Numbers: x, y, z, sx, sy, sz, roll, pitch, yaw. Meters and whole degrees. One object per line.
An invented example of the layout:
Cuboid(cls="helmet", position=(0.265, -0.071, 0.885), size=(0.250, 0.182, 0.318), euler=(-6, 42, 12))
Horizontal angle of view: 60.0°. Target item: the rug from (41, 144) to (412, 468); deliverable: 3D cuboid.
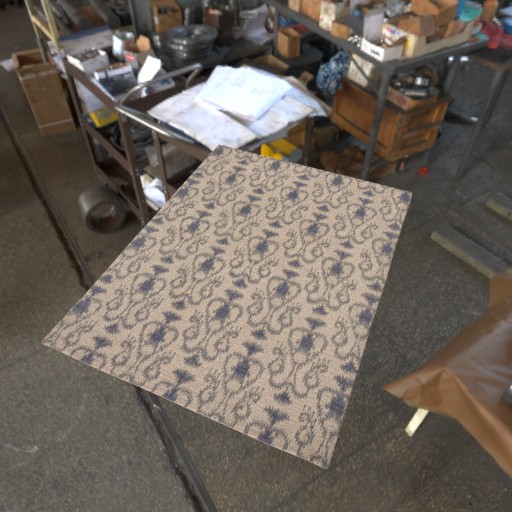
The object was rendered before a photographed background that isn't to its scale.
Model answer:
Cuboid(cls="rug", position=(0.000, 0.000, 4.281), size=(2.437, 0.015, 3.205), euler=(18, 49, 16))
